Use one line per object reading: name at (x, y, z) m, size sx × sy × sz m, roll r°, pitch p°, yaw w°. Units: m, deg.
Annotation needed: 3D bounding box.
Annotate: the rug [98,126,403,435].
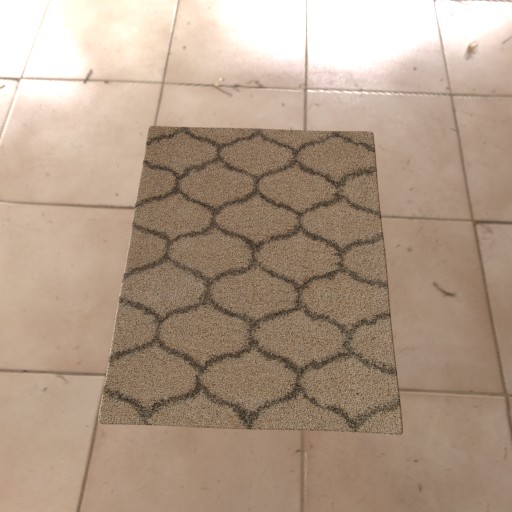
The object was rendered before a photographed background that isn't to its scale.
rug at (0.000, 0.000, 4.102) m, size 2.399 × 0.026 × 3.000 m, roll 2°, pitch 65°, yaw 1°
